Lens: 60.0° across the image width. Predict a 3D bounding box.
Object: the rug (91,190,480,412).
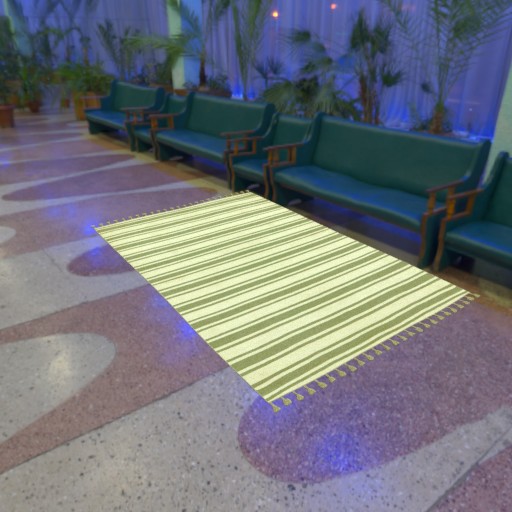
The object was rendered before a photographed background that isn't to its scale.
[{"bbox_3d":[0.000,0.000,3.089,1.540,0.018,2.435,-18,32,-31],"label":"rug"}]
